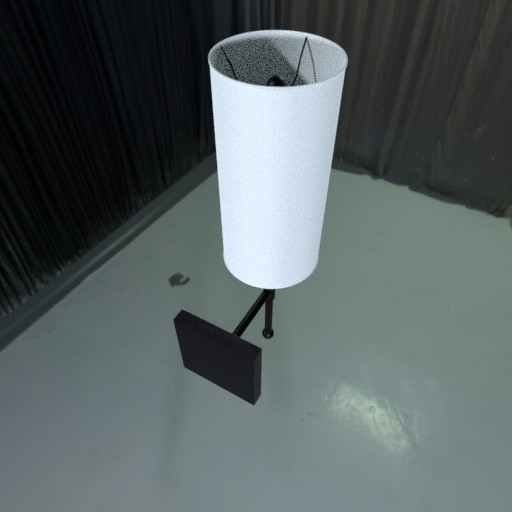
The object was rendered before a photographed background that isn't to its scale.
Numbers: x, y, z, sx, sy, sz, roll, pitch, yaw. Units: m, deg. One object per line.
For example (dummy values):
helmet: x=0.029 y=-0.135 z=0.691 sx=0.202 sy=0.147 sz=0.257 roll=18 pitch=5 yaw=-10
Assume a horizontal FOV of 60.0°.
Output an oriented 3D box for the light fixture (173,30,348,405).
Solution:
light fixture: x=0.000 y=0.000 z=0.551 sx=0.128 sy=0.462 sz=0.208 roll=23 pitch=50 yaw=20
